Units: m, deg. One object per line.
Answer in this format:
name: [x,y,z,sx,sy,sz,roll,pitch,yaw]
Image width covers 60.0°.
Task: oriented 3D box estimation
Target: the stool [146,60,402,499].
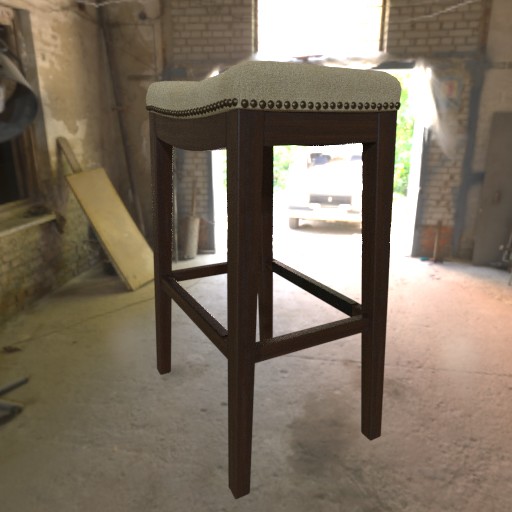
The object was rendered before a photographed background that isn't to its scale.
stool: [0.000,0.000,1.010,0.363,0.768,0.509,-9,20,-27]
